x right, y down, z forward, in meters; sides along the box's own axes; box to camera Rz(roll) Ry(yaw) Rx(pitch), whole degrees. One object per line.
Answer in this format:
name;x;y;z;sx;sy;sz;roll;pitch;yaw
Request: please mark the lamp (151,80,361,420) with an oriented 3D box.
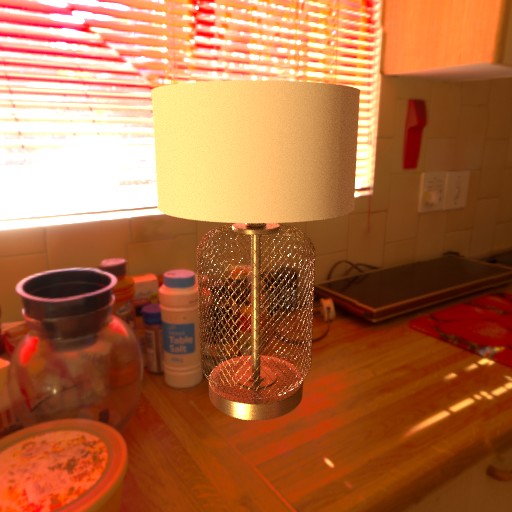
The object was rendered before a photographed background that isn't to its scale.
lamp;0.000;0.000;0.836;0.353;0.578;0.353;0;15;0
